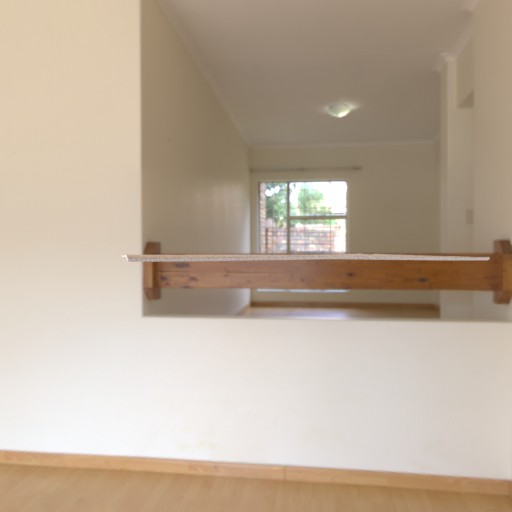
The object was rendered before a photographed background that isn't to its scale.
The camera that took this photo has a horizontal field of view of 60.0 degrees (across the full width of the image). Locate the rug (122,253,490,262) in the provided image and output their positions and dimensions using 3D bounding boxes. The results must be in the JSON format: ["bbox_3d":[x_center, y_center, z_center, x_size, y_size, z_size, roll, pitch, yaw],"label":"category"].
[{"bbox_3d":[0.000,0.000,4.295,2.467,0.046,3.245,0,0,-17],"label":"rug"}]
